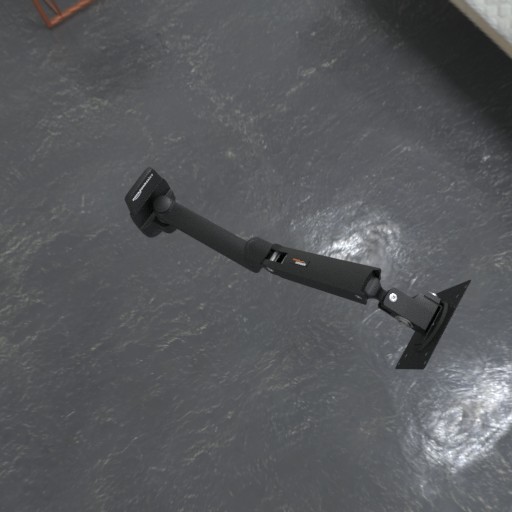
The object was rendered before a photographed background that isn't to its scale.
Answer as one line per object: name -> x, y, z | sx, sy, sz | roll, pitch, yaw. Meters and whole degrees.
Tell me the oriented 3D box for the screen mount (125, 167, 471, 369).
screen mount -> 0.000, 0.000, 0.736 | 0.495, 0.466, 0.115 | 32, 78, 8
